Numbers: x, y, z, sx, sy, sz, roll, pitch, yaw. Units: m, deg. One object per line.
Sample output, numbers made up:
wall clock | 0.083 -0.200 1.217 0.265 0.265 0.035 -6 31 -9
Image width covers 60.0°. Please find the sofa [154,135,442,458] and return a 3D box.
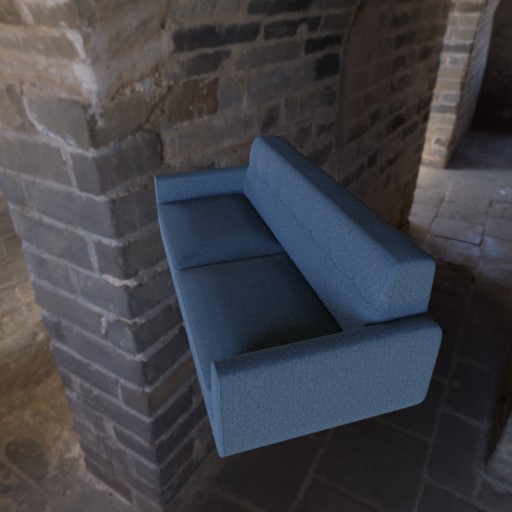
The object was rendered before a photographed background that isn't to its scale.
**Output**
sofa | 0.000 0.000 2.545 0.942 0.884 2.055 -9 32 -15
